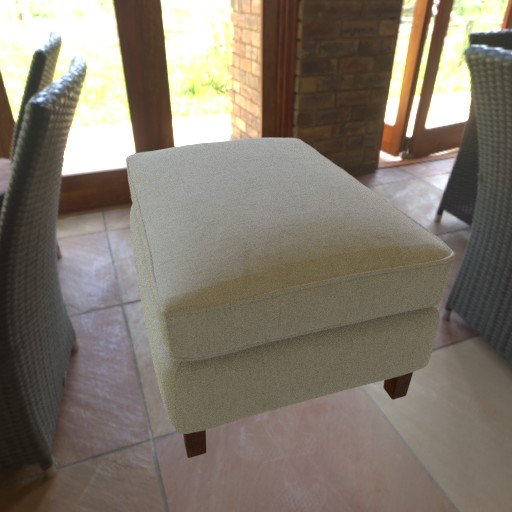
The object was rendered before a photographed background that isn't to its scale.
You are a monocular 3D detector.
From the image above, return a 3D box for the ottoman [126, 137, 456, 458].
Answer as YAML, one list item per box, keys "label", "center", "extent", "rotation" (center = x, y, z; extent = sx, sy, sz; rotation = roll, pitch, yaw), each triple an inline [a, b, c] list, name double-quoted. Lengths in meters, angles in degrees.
- label: "ottoman"
  center: [0.000, 0.000, 0.953]
  extent: [0.501, 0.406, 0.665]
  rotation: [-10, 33, -15]
